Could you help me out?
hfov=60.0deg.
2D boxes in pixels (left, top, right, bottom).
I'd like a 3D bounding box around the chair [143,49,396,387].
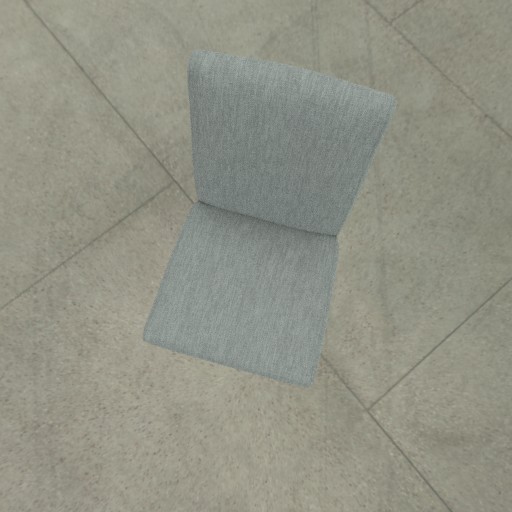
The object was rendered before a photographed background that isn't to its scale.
[{"bbox_3d":[0.000,0.000,1.260,0.487,0.884,0.629,15,76,4],"label":"chair"}]
